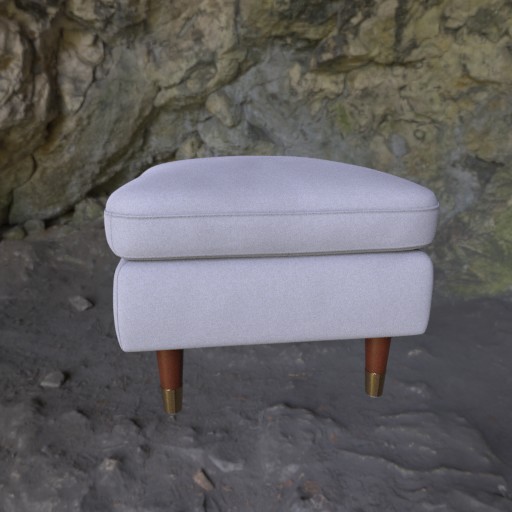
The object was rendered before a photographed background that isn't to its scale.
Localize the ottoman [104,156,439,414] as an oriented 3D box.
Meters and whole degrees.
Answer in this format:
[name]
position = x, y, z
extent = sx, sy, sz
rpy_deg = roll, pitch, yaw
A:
[ottoman]
position = 0.000, 0.000, 1.096
extent = 0.593, 0.478, 0.747
rpy_deg = -2, 15, -8
